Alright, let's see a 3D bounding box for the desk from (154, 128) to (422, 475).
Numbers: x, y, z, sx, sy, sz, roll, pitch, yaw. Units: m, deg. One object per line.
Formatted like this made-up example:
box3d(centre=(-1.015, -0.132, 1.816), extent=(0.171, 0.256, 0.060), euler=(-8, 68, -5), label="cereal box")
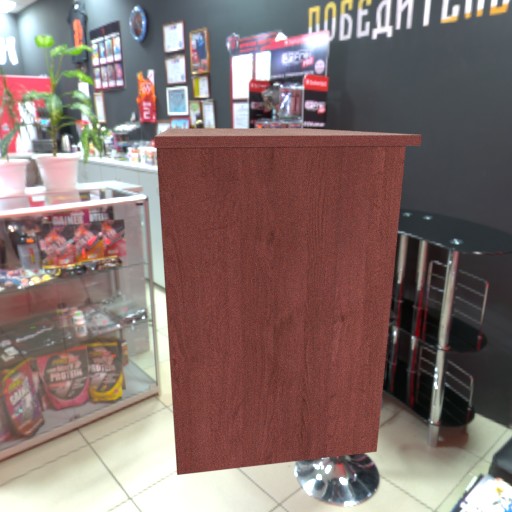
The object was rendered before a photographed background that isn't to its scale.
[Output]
box3d(centre=(0.000, 0.000, 1.332), extent=(0.498, 0.724, 0.893), euler=(-3, 17, -9), label="desk")
